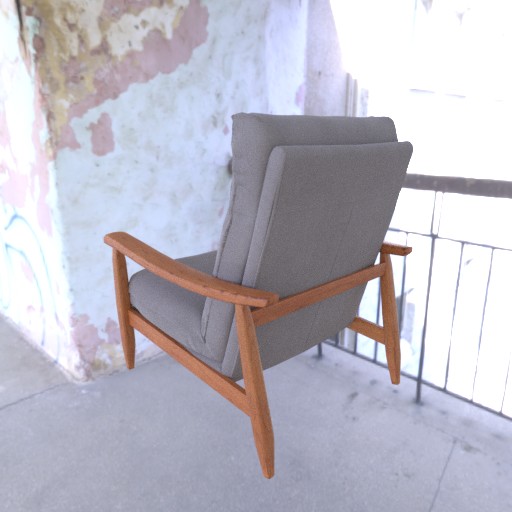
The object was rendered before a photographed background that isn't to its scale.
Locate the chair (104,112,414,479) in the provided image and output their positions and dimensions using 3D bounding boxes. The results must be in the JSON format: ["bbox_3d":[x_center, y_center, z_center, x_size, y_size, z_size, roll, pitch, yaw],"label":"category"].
[{"bbox_3d":[0.000,0.000,1.530,0.782,0.922,0.816,-15,22,-41],"label":"chair"}]
